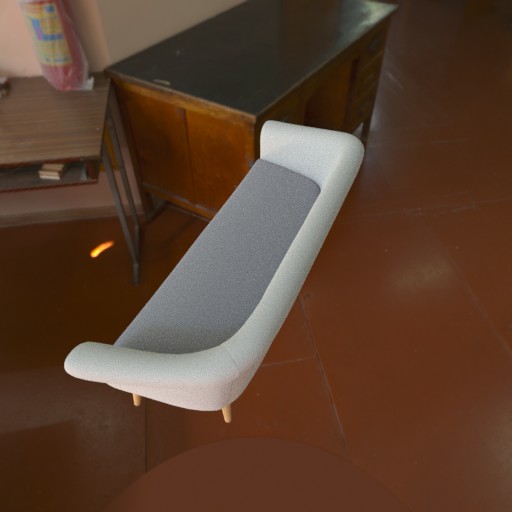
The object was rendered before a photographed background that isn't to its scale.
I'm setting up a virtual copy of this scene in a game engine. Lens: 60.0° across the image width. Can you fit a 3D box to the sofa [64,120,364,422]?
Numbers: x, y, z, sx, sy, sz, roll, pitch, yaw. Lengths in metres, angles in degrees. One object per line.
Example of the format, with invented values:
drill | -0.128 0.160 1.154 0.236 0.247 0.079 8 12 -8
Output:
sofa | 0.000 0.000 2.534 0.827 0.795 2.160 18 49 16
